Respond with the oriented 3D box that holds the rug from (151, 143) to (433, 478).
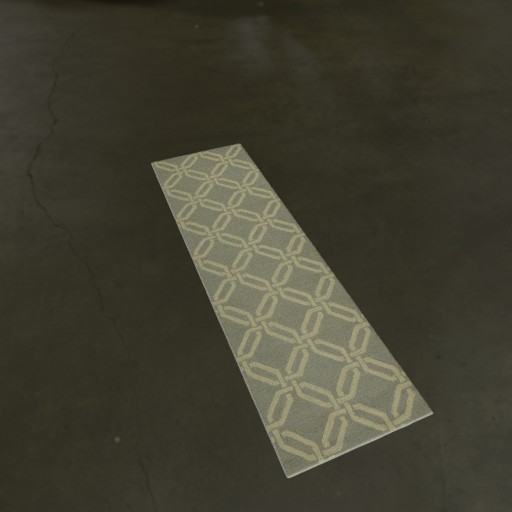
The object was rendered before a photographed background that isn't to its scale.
[{"bbox_3d":[0.000,0.000,2.507,0.678,0.014,2.276,-16,48,-15],"label":"rug"}]
